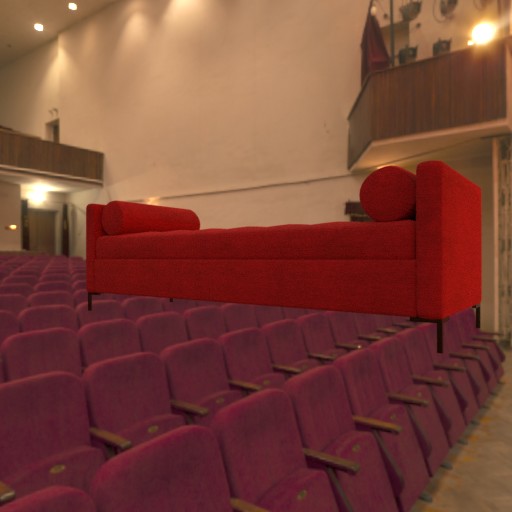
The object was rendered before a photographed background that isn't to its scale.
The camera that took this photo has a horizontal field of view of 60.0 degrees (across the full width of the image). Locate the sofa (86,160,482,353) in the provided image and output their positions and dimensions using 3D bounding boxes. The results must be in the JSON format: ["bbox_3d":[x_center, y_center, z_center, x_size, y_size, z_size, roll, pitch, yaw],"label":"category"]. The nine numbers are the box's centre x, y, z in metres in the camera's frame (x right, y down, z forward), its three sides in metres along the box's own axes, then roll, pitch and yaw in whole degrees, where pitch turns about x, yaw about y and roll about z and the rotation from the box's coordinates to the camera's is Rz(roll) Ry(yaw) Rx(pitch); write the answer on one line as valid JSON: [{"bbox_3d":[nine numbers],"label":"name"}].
[{"bbox_3d":[0.000,0.000,2.270,1.981,0.635,0.686,0,0,37],"label":"sofa"}]
